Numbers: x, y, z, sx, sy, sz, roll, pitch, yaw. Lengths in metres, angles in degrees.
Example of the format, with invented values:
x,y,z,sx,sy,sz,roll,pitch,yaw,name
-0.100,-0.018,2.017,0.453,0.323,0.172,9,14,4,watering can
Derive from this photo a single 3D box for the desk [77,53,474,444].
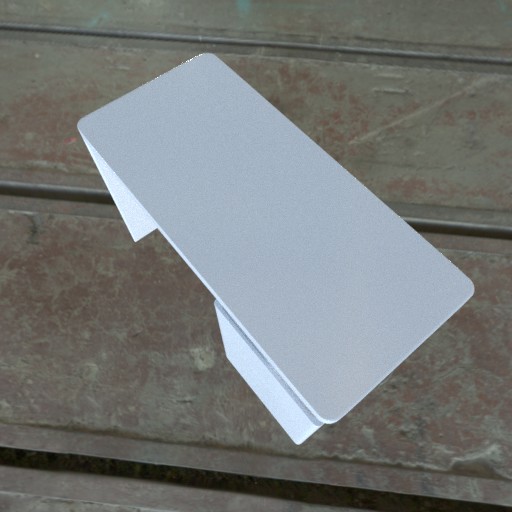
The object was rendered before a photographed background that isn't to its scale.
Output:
x,y,z,sx,sy,sz,roll,pitch,yaw,name
0.000,0.000,1.638,0.550,0.760,1.200,-36,68,-17,desk
